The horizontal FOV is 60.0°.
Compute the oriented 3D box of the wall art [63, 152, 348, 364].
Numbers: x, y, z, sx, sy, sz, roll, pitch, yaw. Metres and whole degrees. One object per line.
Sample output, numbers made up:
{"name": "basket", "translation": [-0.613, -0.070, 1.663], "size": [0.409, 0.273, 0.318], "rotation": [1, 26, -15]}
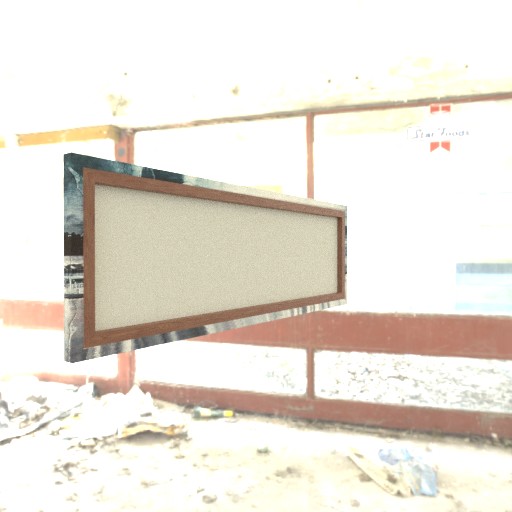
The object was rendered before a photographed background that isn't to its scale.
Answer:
{"name": "wall art", "translation": [0.000, 0.000, 1.683], "size": [0.037, 0.509, 1.524], "rotation": [0, 1, 37]}
